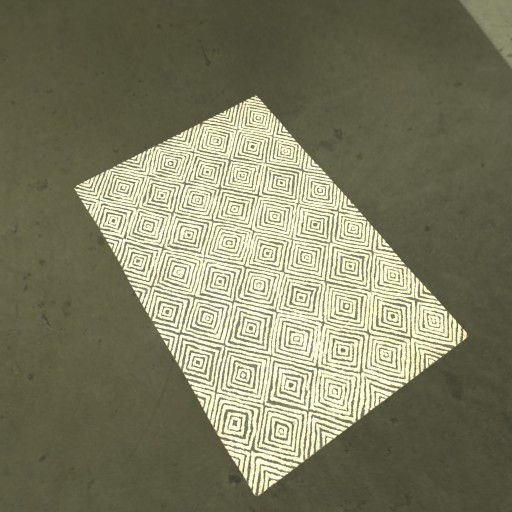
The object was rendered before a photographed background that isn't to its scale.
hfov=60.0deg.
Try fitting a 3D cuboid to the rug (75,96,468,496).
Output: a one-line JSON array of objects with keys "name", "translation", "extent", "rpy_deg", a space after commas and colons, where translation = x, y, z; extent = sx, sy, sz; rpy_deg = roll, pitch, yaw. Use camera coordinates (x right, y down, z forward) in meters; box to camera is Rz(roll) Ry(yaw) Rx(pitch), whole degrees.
[{"name": "rug", "translation": [0.000, 0.000, 2.195], "extent": [1.177, 0.004, 1.750], "rpy_deg": [-31, 69, -14]}]
